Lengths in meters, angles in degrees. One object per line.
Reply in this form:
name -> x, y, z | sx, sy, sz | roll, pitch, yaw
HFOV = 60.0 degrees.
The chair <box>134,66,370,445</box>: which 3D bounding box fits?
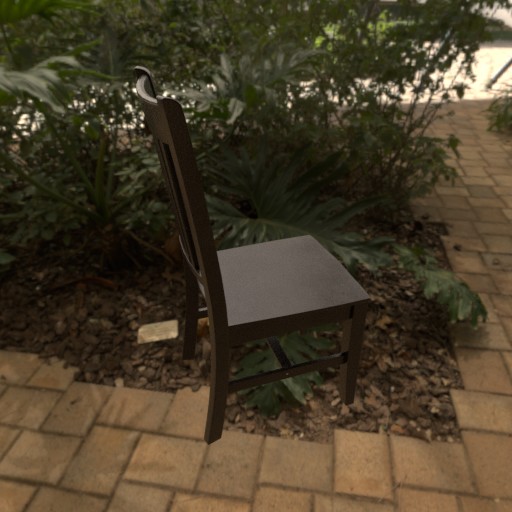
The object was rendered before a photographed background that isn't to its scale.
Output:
chair -> 0.000, 0.000, 1.297 | 0.555, 0.998, 0.450 | -10, 32, -16
